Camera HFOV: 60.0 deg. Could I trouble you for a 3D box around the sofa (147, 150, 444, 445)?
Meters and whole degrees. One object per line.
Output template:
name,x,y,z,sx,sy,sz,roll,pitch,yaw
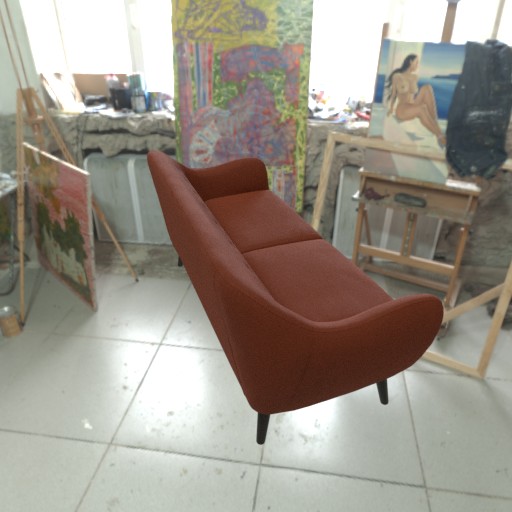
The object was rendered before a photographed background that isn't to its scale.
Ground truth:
sofa,0.000,0.000,2.301,0.820,0.836,1.840,-11,31,-18
